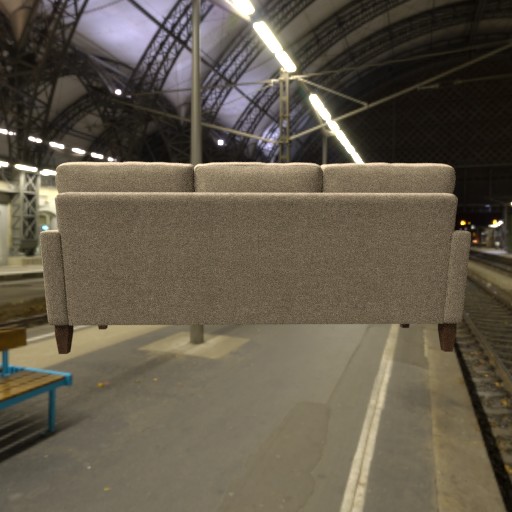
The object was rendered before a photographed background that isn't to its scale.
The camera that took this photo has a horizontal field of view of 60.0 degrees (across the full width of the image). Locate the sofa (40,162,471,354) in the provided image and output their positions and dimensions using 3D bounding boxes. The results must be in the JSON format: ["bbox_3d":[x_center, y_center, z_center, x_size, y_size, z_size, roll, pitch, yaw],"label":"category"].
[{"bbox_3d":[0.000,0.000,2.564,2.115,0.984,0.888,0,2,-1],"label":"sofa"}]
